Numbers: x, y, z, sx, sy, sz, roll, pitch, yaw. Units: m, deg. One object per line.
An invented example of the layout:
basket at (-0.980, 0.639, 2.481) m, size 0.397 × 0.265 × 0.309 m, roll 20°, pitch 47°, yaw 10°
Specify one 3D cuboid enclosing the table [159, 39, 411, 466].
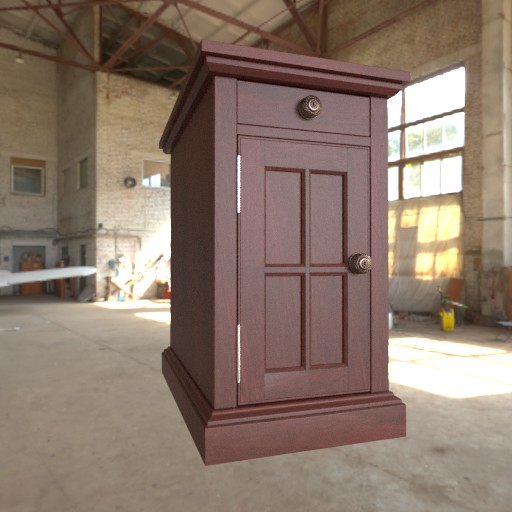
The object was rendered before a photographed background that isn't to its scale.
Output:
table at (0.000, 0.000, 0.962) m, size 0.356 × 0.612 × 0.584 m, roll 0°, pitch -1°, yaw -18°
